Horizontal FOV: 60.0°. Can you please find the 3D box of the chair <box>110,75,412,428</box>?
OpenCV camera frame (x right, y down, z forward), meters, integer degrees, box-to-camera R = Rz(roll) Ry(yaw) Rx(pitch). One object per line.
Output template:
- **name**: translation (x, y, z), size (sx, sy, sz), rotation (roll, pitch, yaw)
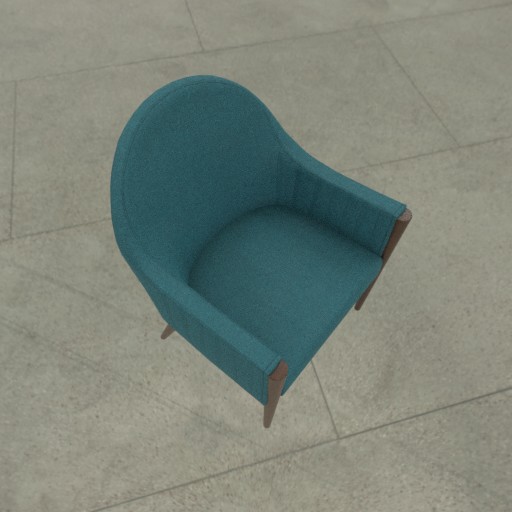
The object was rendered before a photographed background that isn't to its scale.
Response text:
- **chair**: translation (0.000, 0.000, 1.374), size (0.652, 0.907, 0.656), rotation (35, 64, 20)
